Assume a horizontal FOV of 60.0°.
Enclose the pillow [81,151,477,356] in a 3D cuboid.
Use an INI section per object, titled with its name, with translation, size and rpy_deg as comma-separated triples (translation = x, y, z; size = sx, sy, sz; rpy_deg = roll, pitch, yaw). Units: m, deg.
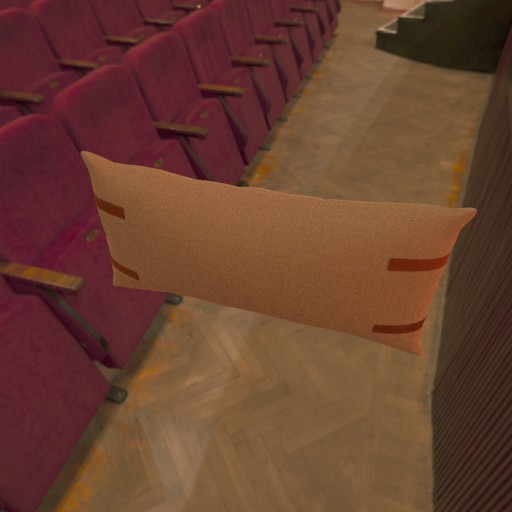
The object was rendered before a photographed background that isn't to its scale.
[pillow]
translation = 0.000, 0.000, 0.745
size = 0.612, 0.308, 0.148
rpy_deg = 11, 42, 13
